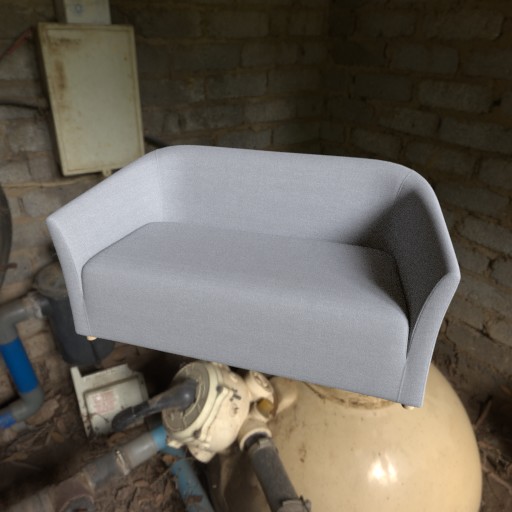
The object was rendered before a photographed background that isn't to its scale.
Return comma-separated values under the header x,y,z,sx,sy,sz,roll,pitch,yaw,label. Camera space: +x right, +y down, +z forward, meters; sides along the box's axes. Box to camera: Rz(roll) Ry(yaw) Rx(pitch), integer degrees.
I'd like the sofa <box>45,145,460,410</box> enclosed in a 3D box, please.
x,y,z,sx,sy,sz,roll,pitch,yaw,label
0.000,0.000,1.856,1.452,0.721,0.705,8,29,15,sofa
